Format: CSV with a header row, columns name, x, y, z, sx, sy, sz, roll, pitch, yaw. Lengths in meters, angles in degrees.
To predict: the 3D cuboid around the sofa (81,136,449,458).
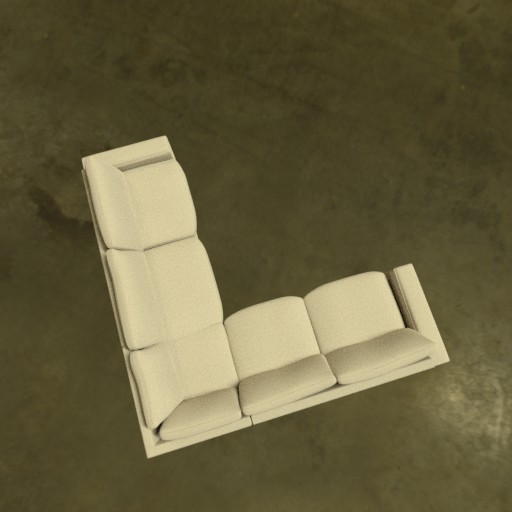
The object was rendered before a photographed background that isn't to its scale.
name,x,y,z,sx,sy,sz,roll,pitch,yaw
sofa,0.000,0.000,4.740,3.066,0.918,3.206,-16,77,-4
